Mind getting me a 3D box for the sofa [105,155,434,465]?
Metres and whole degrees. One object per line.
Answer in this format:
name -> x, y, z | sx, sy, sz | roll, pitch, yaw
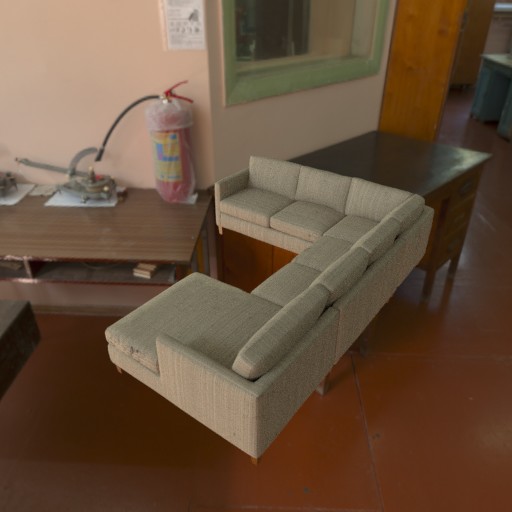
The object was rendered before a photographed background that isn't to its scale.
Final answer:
sofa -> 0.000, 0.000, 4.663 | 2.594, 0.961, 3.460 | 21, 37, 31
